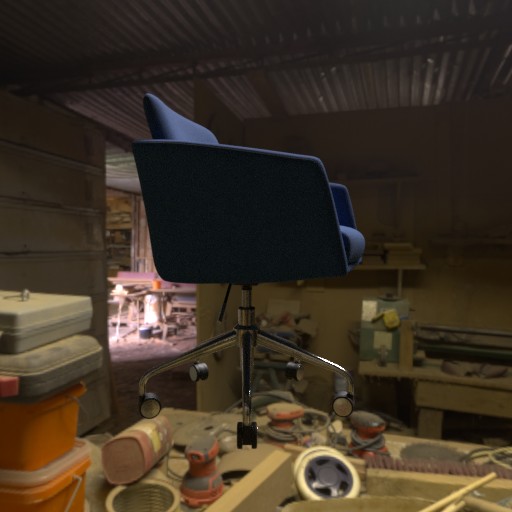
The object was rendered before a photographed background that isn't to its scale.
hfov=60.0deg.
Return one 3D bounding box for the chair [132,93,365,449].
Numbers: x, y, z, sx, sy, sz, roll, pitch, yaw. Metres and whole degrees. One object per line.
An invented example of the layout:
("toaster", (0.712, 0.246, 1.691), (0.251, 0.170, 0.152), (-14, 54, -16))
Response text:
("chair", (0.000, 0.000, 1.338), (0.635, 0.908, 0.641), (0, 2, 17))
